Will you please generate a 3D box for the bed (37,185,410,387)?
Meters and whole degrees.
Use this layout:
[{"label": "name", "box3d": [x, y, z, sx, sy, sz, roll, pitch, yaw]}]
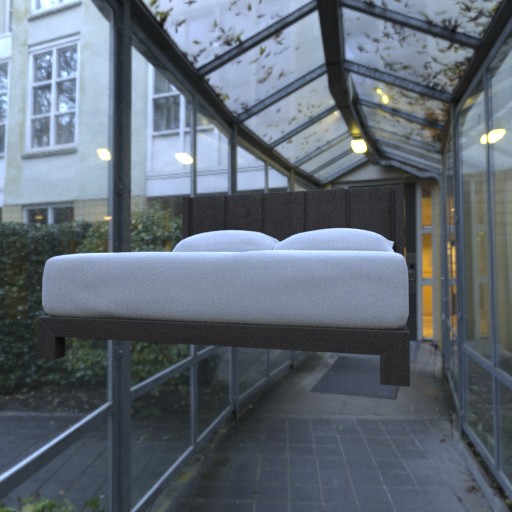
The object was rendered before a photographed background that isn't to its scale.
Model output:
[{"label": "bed", "box3d": [0.000, 0.000, 3.322, 2.134, 1.270, 2.012, -1, -2, 18]}]
